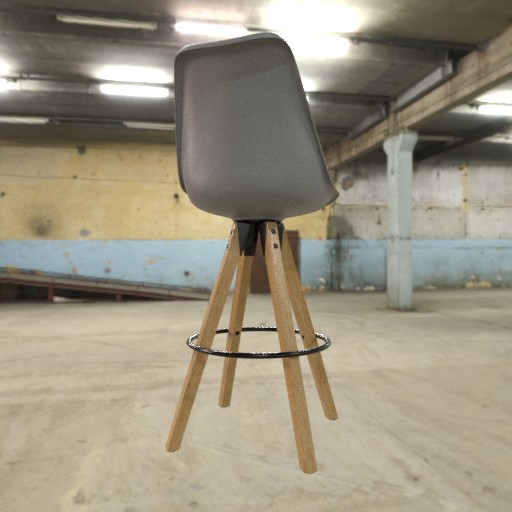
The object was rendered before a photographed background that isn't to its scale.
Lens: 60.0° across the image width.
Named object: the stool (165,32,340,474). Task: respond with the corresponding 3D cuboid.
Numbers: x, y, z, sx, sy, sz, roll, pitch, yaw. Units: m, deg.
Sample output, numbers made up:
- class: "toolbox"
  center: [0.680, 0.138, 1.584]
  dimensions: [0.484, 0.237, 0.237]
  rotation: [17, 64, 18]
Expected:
- class: "stool"
  center: [0.000, 0.000, 1.379]
  dimensions: [0.485, 1.115, 0.550]
  rotation: [0, 0, 18]
